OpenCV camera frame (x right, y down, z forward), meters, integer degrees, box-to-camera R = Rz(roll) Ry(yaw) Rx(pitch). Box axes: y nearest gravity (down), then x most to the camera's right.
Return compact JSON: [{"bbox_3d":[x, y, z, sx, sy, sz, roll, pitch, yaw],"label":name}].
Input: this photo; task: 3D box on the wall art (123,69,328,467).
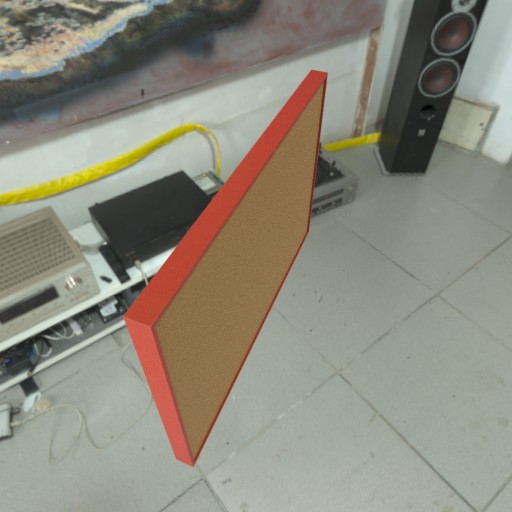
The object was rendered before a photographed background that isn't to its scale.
[{"bbox_3d":[0.000,0.000,0.775,0.033,0.405,0.607,17,49,15],"label":"wall art"}]
